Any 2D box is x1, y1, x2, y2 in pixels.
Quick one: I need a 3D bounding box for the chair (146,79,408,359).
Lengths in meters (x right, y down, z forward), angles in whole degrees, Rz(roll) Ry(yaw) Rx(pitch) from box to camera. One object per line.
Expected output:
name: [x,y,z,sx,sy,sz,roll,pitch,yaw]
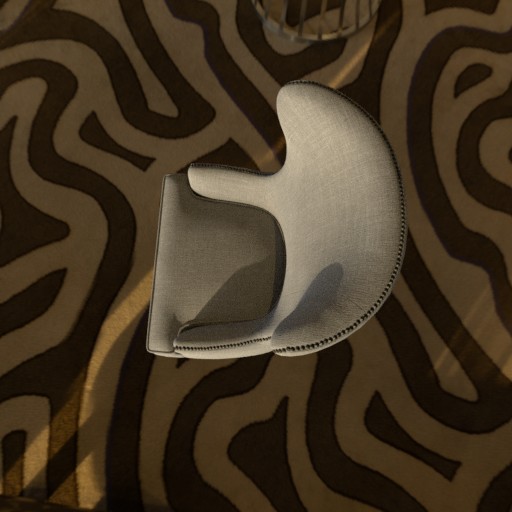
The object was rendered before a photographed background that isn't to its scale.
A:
chair: [0.000,0.000,1.842,0.883,1.176,0.864,2,74,1]
